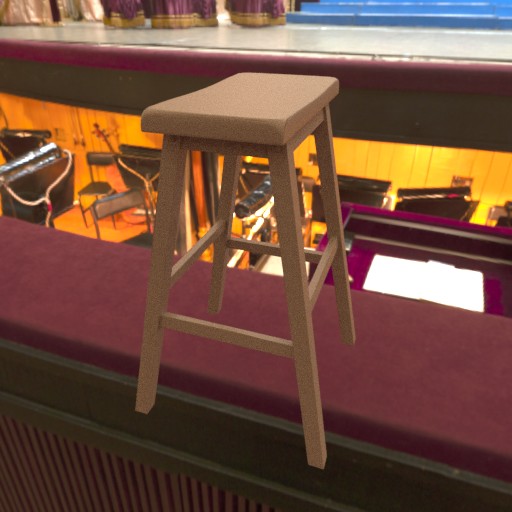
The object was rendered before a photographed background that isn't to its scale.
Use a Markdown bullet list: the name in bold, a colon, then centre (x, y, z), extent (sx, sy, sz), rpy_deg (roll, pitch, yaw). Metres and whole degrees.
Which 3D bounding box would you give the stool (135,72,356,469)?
- **stool**: centre (0.000, 0.000, 1.038), extent (0.476, 0.737, 0.457), rpy_deg (10, 32, 17)
